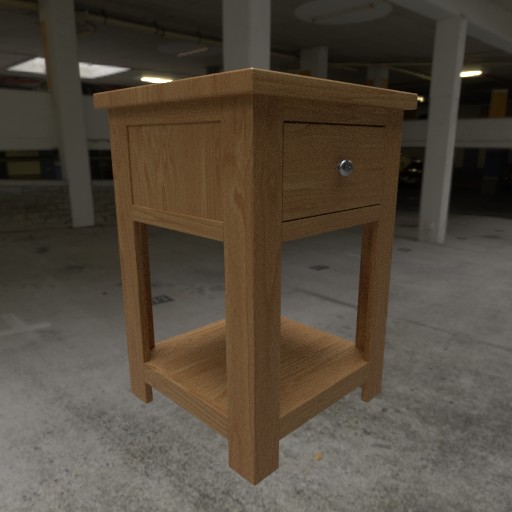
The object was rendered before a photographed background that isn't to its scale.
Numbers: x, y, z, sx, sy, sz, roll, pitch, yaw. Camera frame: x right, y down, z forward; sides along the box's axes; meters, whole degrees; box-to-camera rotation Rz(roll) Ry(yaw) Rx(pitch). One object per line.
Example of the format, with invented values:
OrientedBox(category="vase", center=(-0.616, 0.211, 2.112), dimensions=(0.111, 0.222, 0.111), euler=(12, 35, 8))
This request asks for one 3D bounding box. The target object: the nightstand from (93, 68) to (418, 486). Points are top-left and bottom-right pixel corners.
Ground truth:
OrientedBox(category="nightstand", center=(0.000, 0.000, 0.889), dimensions=(0.428, 0.614, 0.418), euler=(-14, 20, -43))
